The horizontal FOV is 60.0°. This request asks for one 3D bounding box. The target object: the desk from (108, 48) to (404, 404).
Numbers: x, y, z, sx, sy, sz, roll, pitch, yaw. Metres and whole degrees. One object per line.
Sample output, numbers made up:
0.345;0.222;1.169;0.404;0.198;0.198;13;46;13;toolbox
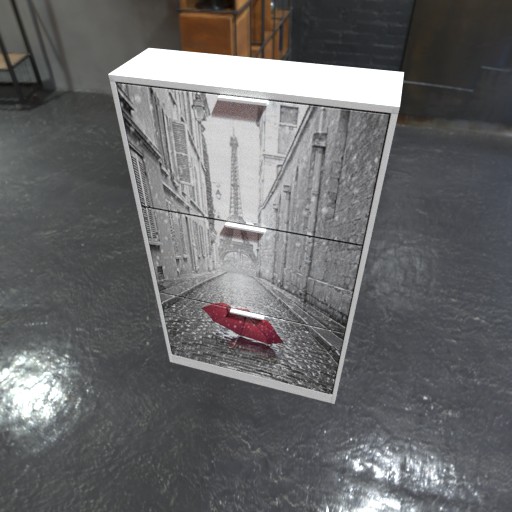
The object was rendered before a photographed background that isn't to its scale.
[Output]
0.000;0.000;1.595;0.750;1.280;0.250;11;42;12;desk
